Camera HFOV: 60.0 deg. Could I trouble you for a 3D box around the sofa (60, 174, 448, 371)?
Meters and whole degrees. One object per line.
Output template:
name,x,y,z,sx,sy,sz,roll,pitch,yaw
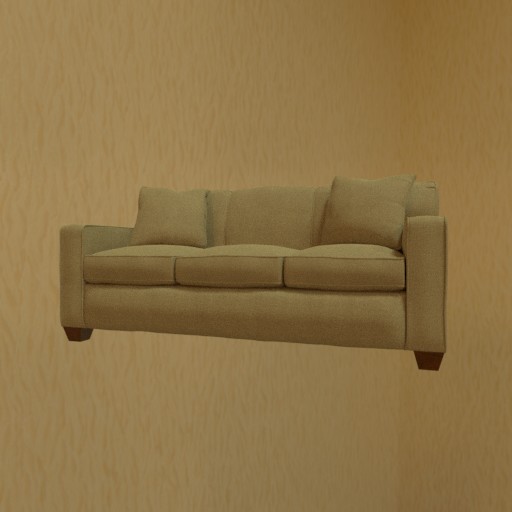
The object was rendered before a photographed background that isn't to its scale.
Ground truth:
sofa,0.000,0.000,2.584,2.024,0.958,0.997,0,1,19
